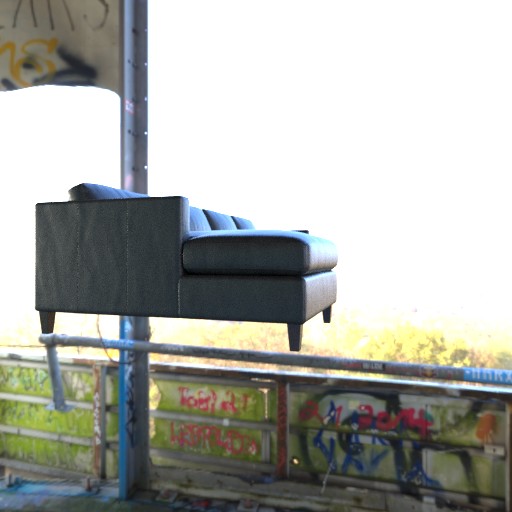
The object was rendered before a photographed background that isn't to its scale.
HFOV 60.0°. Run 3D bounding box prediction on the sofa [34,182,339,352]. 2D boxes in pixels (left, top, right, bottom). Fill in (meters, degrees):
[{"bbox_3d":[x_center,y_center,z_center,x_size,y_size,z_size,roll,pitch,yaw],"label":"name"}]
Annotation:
[{"bbox_3d":[0.000,0.000,3.757,1.581,0.883,3.203,0,0,18],"label":"sofa"}]
